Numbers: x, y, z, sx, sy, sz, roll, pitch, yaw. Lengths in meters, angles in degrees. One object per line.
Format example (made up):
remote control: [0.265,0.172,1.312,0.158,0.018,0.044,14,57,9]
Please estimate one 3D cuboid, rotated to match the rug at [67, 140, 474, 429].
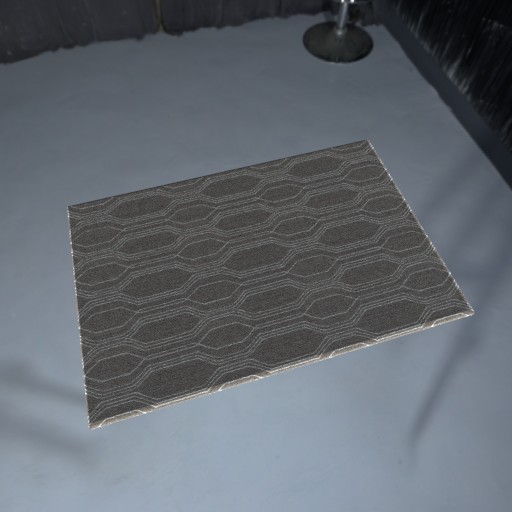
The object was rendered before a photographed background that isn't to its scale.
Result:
rug: [0.000,0.000,2.310,1.836,0.012,1.239,-14,59,-9]
